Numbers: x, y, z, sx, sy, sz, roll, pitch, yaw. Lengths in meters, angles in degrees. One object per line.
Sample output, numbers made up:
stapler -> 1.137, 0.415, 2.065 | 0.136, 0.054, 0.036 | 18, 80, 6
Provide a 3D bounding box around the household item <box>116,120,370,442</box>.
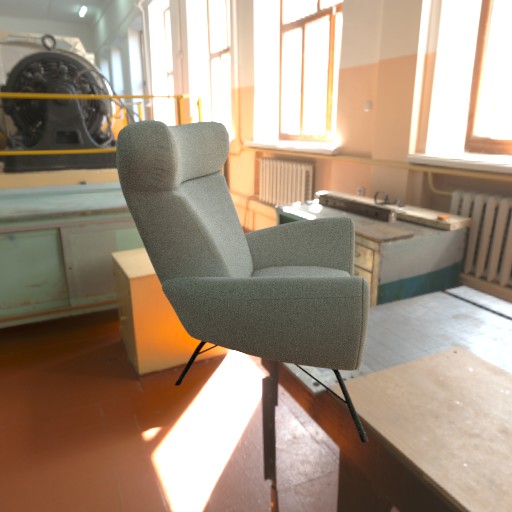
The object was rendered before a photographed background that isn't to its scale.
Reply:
household item -> 0.000, 0.000, 1.797 | 0.900, 1.050, 0.980 | 3, 17, 9
